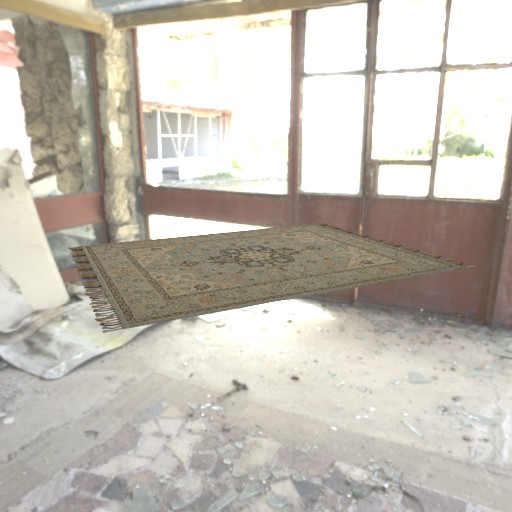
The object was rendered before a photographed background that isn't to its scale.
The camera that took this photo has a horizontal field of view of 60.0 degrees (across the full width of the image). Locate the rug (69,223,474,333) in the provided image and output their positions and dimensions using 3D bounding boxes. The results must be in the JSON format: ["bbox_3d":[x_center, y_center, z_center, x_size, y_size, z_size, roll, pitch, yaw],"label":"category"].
[{"bbox_3d":[0.000,0.000,3.549,2.651,0.010,1.971,-7,16,-26],"label":"rug"}]
